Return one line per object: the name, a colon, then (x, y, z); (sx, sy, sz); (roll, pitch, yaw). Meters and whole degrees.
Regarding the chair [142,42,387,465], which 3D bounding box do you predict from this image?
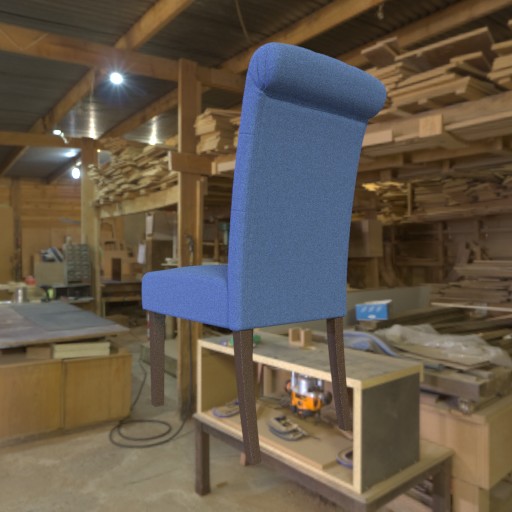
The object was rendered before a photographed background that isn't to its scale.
chair: (0.000, 0.000, 1.354); (0.456, 1.006, 0.671); (-1, 1, -37)
